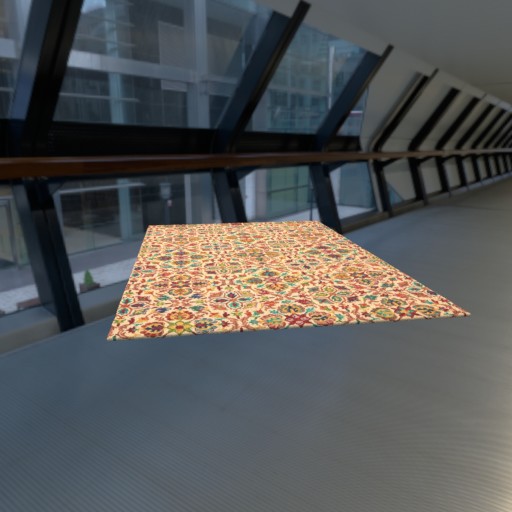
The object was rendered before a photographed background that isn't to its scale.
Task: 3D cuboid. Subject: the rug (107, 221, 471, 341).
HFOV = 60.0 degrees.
[{"bbox_3d":[0.000,0.000,2.326,1.226,0.013,1.838,-2,15,-9],"label":"rug"}]
